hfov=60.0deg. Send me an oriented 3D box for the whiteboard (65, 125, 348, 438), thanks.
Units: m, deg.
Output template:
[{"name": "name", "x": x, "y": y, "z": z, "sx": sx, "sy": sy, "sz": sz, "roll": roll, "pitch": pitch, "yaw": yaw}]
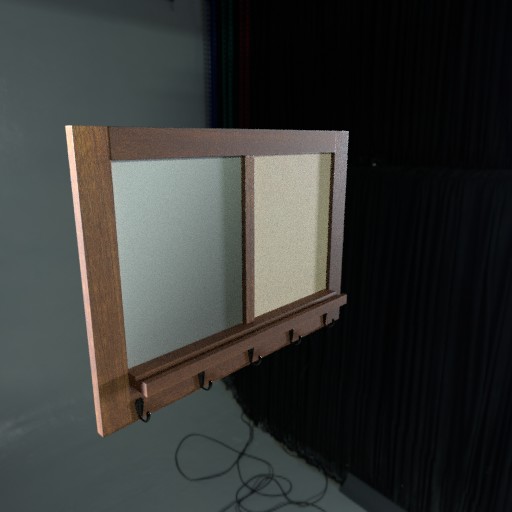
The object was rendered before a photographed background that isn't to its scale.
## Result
[{"name": "whiteboard", "x": 0.000, "y": 0.000, "z": 1.015, "sx": 0.083, "sy": 0.559, "sz": 0.783, "roll": 14, "pitch": 20, "yaw": 42}]
